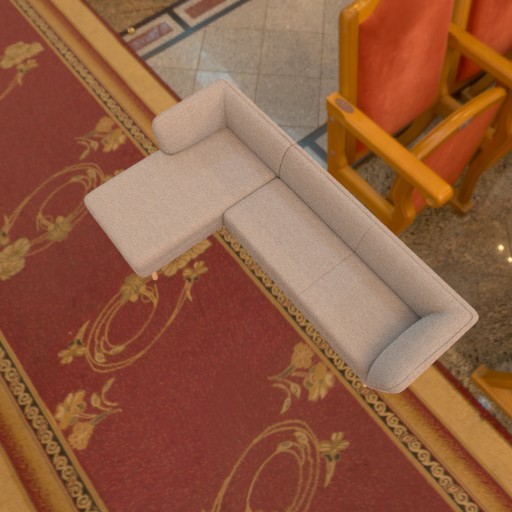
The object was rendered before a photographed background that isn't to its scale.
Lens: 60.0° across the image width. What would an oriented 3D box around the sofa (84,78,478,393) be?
[{"bbox_3d":[0.000,0.000,3.277,1.532,0.693,2.653,-36,69,-16],"label":"sofa"}]
